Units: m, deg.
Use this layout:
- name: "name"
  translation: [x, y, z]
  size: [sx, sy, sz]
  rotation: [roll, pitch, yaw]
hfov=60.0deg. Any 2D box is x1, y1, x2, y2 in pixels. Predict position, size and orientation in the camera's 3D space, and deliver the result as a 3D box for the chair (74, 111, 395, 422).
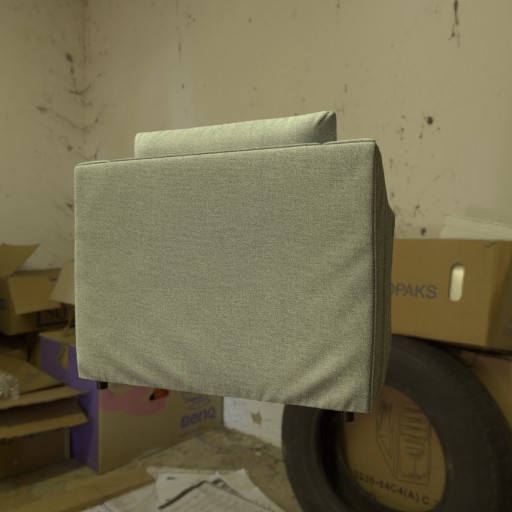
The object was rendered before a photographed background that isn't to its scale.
- name: "chair"
  translation: [0.000, 0.000, 2.049]
  size: [1.194, 1.059, 1.071]
  rotation: [0, 1, 20]
